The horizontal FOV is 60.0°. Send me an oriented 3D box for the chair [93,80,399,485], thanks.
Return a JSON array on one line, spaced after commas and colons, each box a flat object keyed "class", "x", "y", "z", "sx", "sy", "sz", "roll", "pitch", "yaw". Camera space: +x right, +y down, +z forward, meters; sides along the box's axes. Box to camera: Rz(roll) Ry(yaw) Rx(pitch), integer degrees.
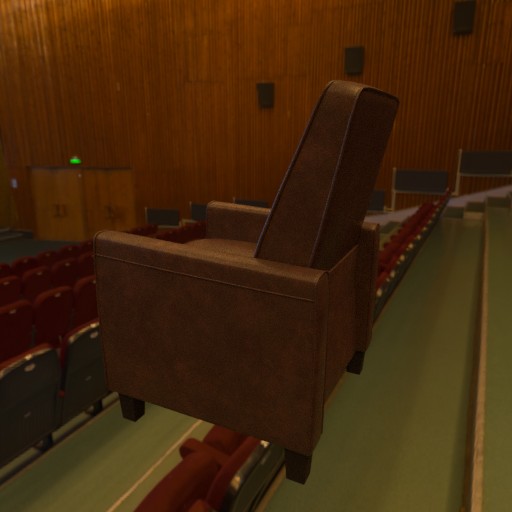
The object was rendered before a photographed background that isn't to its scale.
[{"class": "chair", "x": 0.000, "y": 0.000, "z": 1.438, "sx": 0.746, "sy": 1.013, "sz": 0.705, "roll": 8, "pitch": 18, "yaw": 25}]
